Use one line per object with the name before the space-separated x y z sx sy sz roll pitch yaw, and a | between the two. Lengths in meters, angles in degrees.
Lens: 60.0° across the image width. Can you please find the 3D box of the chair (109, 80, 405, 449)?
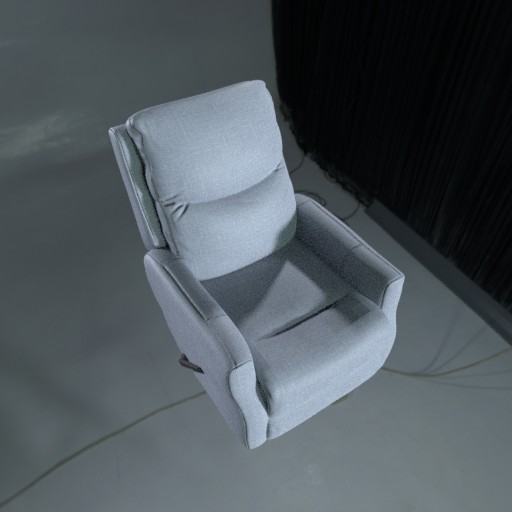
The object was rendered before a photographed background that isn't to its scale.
chair | 0.000 0.000 1.784 0.829 1.030 1.080 -24 51 -22
